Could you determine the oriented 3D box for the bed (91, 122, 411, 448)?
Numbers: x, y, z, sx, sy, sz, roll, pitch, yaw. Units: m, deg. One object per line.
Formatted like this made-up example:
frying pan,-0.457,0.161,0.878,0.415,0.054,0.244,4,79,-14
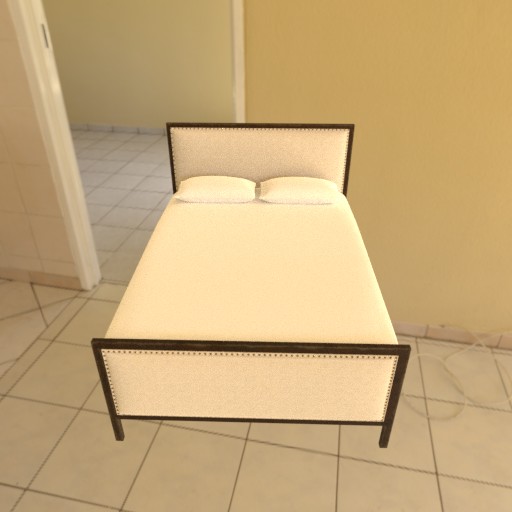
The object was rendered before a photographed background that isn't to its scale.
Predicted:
bed,0.000,0.000,3.193,1.607,1.313,2.221,1,31,1
